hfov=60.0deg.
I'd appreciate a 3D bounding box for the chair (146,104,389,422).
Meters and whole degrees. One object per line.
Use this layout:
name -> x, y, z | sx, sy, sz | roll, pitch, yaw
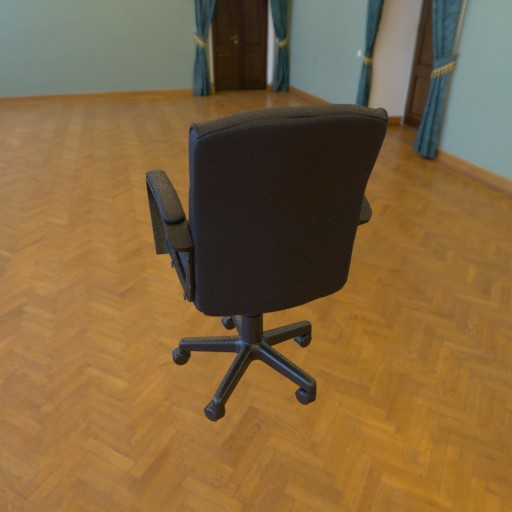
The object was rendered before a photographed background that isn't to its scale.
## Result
chair -> 0.000, 0.000, 1.371 | 0.576, 0.998, 0.641 | -9, 31, -16
